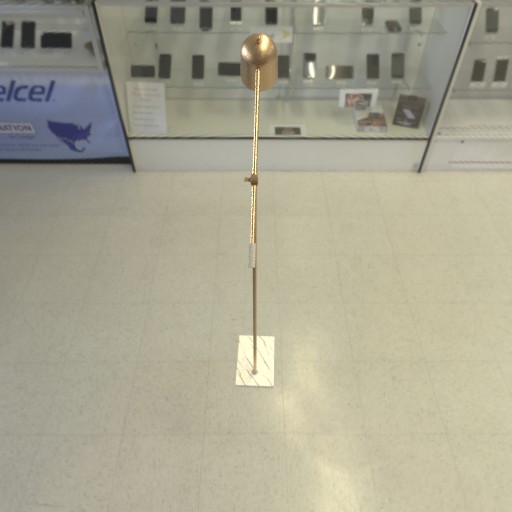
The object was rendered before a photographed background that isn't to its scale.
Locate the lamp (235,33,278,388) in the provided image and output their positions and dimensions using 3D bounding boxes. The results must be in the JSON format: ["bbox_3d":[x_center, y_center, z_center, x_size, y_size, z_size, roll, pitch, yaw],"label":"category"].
[{"bbox_3d":[0.000,0.000,1.812,0.194,1.594,0.653,2,47,2],"label":"lamp"}]
